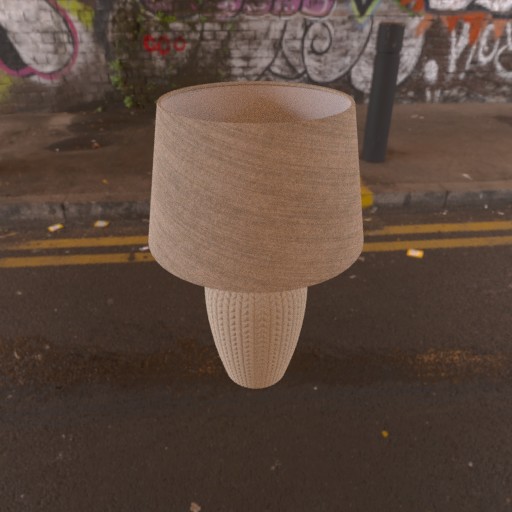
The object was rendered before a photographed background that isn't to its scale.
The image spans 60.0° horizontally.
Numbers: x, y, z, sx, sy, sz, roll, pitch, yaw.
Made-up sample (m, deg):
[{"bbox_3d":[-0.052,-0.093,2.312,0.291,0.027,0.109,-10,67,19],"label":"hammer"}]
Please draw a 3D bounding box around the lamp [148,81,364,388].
[{"bbox_3d":[0.000,0.000,0.848,0.390,0.580,0.390,0,31,0],"label":"lamp"}]
